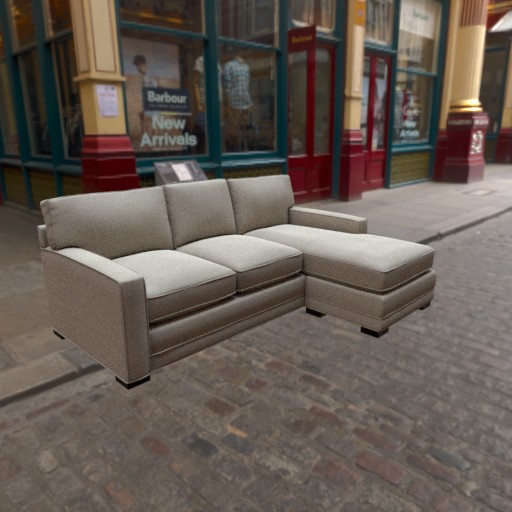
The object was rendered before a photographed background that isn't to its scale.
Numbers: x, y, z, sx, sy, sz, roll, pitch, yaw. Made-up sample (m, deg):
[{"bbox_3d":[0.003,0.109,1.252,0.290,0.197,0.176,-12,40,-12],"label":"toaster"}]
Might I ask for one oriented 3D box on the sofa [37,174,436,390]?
[{"bbox_3d":[0.000,0.000,2.817,1.496,0.861,2.087,15,22,42],"label":"sofa"}]
